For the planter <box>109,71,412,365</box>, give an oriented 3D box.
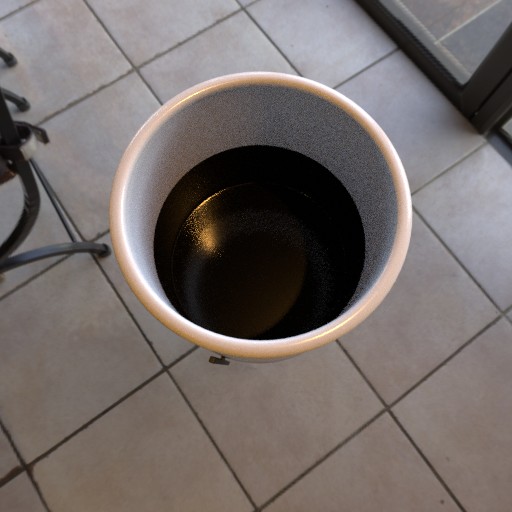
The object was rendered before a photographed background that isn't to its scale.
[{"bbox_3d":[0.000,0.000,0.643,0.310,0.432,0.310,35,78,8],"label":"planter"}]
